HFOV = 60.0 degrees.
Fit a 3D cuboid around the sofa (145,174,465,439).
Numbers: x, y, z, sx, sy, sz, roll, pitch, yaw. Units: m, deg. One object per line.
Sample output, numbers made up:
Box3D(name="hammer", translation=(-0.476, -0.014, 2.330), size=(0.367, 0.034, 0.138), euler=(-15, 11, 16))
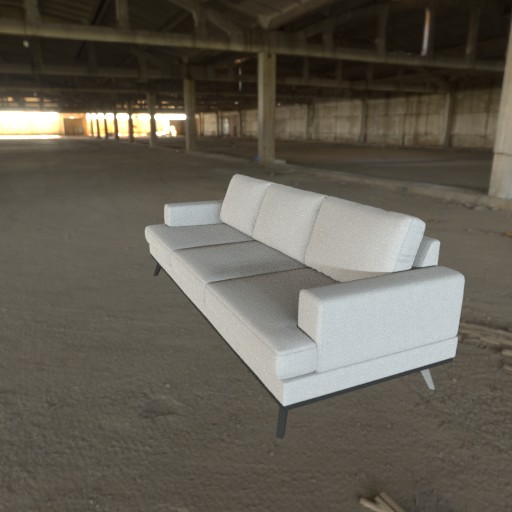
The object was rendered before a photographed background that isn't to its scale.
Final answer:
Box3D(name="sofa", translation=(0.000, 0.000, 2.745), size=(0.920, 0.810, 2.310), euler=(-7, 18, -24))
